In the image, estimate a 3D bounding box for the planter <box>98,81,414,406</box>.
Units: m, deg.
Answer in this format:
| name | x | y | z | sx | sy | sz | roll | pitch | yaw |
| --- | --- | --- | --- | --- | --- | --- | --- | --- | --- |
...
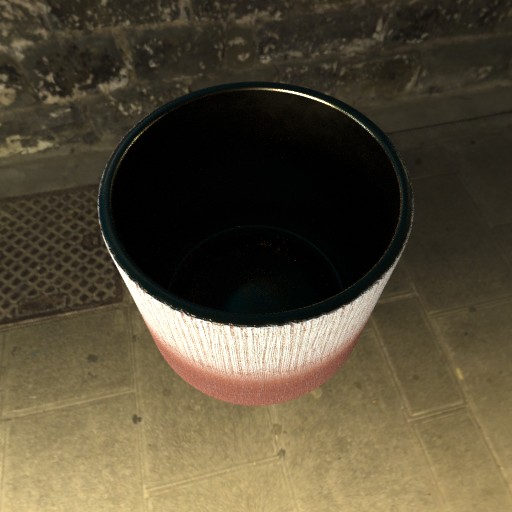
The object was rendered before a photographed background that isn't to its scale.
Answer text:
| name | x | y | z | sx | sy | sz | roll | pitch | yaw |
| --- | --- | --- | --- | --- | --- | --- | --- | --- | --- |
| planter | 0.000 | 0.000 | 0.392 | 0.221 | 0.201 | 0.221 | 0 | 59 | 0 |
